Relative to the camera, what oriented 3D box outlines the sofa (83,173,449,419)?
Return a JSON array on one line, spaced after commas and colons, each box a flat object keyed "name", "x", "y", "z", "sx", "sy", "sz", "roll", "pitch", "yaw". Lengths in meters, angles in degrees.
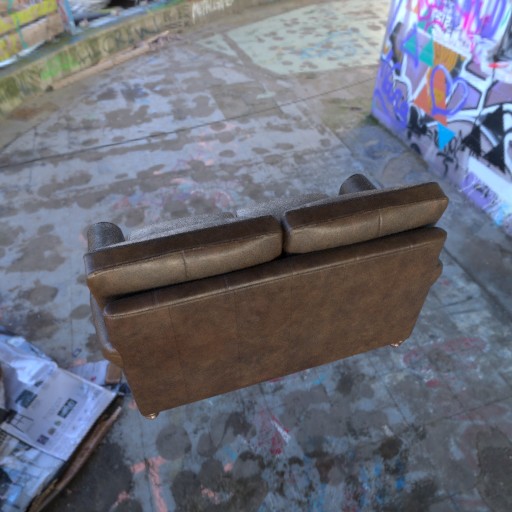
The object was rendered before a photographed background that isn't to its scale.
[{"name": "sofa", "x": 0.000, "y": 0.000, "z": 2.276, "sx": 1.616, "sy": 0.976, "sz": 0.990, "roll": -13, "pitch": 44, "yaw": -13}]
